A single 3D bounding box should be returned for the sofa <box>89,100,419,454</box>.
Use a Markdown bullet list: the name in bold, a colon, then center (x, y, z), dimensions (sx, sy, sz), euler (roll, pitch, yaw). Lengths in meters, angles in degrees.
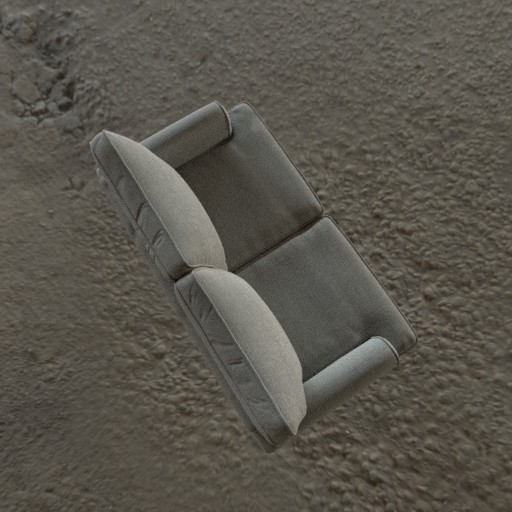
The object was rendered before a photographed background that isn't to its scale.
- **sofa**: center (0.000, 0.000, 2.278), dimensions (0.965, 0.965, 1.651), euler (-32, 78, -8)
